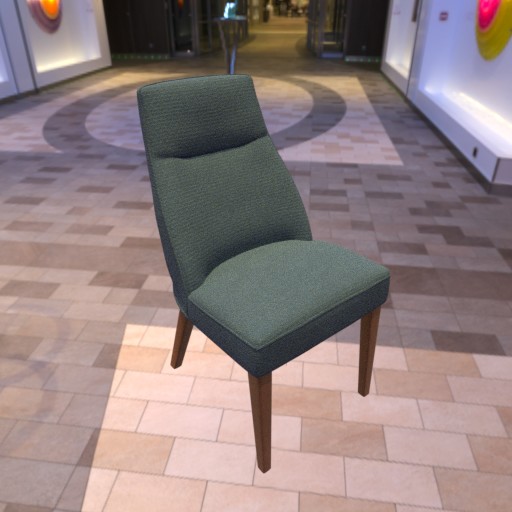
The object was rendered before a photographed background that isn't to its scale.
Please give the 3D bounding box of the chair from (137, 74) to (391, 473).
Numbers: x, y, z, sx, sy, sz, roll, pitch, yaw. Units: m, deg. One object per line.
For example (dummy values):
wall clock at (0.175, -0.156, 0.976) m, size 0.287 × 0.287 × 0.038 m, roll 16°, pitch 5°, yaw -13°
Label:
chair at (0.000, 0.000, 1.303) m, size 0.500 × 0.930 × 0.620 m, roll -22°, pitch 37°, yaw -33°
